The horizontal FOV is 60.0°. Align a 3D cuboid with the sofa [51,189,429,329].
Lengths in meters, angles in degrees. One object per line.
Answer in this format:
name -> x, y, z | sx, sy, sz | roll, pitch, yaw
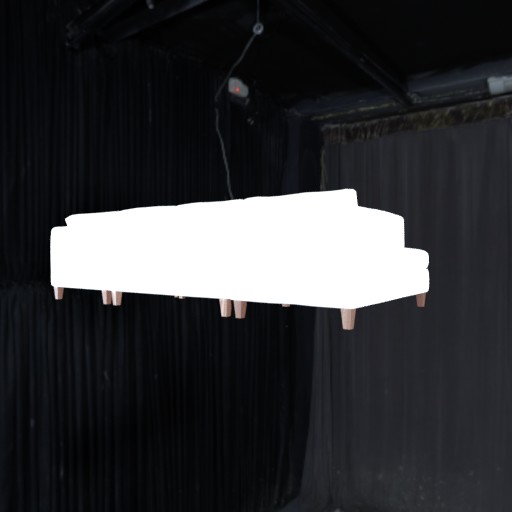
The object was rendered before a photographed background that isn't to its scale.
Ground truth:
sofa -> 0.000, 0.000, 4.446 | 3.238, 0.853, 2.551 | 0, 0, 36
